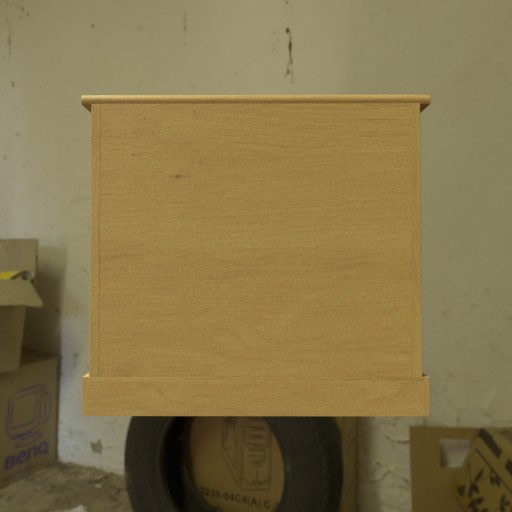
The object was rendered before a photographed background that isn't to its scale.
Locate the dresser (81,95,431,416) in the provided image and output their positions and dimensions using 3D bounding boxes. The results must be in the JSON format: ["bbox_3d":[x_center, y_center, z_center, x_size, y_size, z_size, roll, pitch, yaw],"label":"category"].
[{"bbox_3d":[0.000,0.000,1.370,0.915,0.835,0.440,0,-1,0],"label":"dresser"}]
